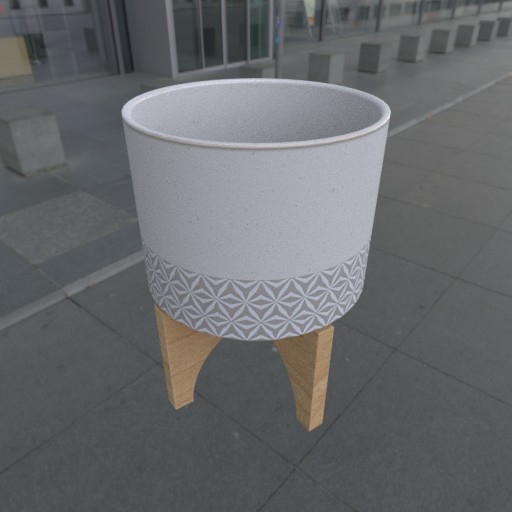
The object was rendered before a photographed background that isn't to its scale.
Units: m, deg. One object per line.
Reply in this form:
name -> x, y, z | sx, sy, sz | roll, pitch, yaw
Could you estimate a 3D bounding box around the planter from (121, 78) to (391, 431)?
planter -> 0.000, 0.000, 0.512 | 0.249, 0.343, 0.249 | 0, 32, 0
